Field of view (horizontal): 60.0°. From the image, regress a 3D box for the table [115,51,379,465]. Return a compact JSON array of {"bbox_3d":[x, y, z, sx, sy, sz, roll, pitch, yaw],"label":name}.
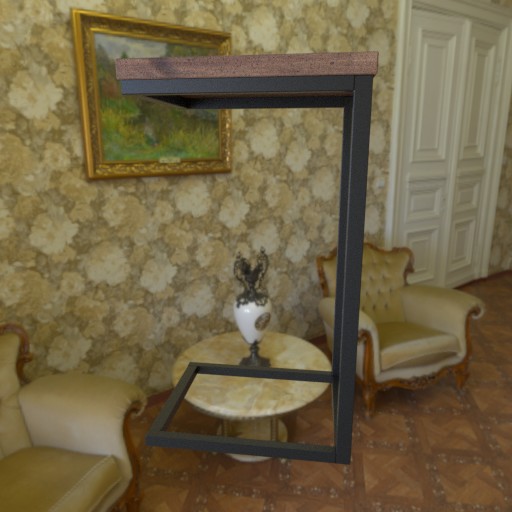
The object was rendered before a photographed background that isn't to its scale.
[{"bbox_3d":[0.000,0.000,0.925,0.414,0.718,0.323,2,14,8],"label":"table"}]
